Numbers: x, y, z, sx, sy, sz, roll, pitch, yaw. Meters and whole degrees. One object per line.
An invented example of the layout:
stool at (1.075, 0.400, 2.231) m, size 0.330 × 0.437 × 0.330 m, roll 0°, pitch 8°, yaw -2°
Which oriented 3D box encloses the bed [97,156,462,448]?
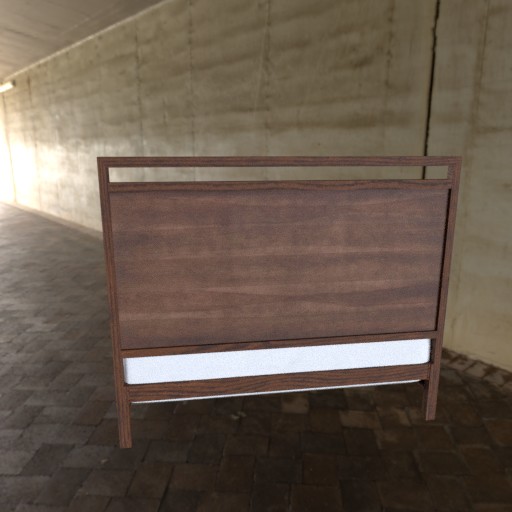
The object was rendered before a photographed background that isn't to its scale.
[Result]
bed at (0.000, 0.000, 3.333) m, size 1.765 × 1.487 × 2.218 m, roll -2°, pitch 13°, yaw -8°
